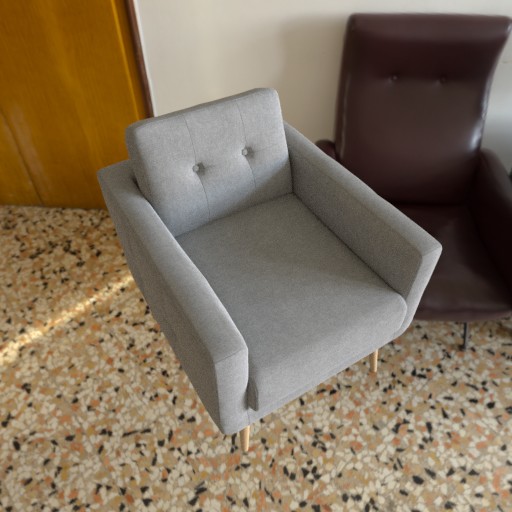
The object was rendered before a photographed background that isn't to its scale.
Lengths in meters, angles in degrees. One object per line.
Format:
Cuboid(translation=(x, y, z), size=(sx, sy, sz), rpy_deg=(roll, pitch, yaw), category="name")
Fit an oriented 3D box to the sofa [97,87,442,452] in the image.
Cuboid(translation=(0.000, 0.000, 1.543), size=(0.770, 0.860, 0.920), rpy_deg=(-24, 51, -21), category="sofa")
